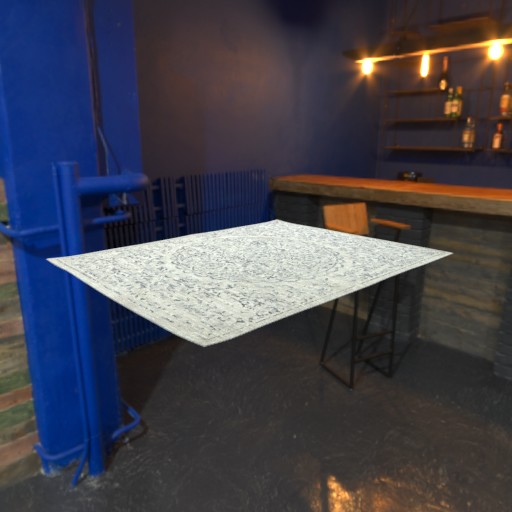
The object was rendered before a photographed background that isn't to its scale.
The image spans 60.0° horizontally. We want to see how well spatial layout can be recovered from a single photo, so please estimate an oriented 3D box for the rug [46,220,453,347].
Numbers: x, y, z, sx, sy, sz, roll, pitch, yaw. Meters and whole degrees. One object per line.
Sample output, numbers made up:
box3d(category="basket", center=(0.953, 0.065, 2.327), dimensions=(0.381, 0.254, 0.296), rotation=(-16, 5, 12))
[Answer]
box3d(category="rug", center=(0.000, 0.000, 4.060), dimensions=(2.925, 0.026, 2.343), rotation=(-13, 20, -41))
